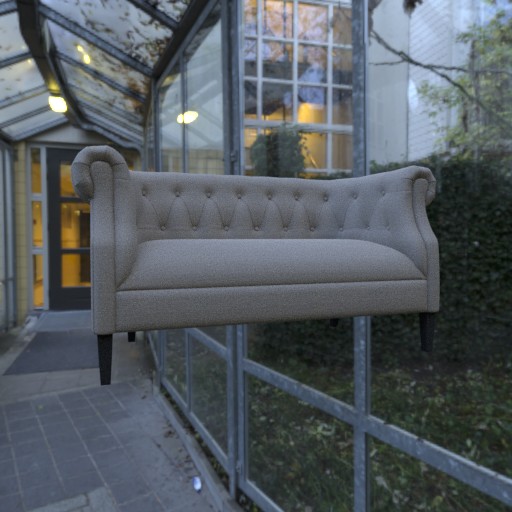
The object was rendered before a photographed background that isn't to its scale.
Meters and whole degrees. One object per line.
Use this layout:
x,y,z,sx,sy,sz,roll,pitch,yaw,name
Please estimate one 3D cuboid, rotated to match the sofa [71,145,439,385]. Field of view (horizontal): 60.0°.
0.000,0.000,2.060,1.558,0.827,0.835,-1,3,-19,sofa
